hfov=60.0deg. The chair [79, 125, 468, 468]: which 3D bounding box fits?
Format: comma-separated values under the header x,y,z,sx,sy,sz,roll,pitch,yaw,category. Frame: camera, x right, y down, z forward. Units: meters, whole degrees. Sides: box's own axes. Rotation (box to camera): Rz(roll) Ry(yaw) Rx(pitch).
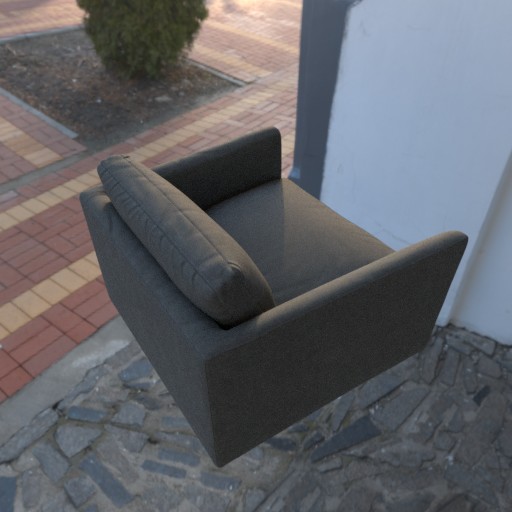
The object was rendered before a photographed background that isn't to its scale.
x,y,z,sx,sy,sz,roll,pitch,yaw,category
0.000,0.000,1.874,1.091,0.845,1.190,-24,45,-26,chair
